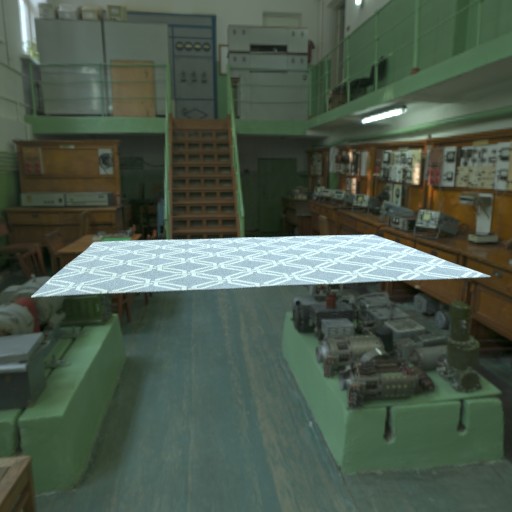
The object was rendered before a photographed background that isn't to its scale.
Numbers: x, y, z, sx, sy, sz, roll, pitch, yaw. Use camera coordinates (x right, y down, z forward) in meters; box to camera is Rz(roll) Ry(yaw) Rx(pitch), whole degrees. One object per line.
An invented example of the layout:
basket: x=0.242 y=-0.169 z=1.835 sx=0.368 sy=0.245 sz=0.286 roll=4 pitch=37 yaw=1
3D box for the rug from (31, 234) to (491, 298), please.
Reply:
rug: x=0.000 y=0.000 z=2.196 sx=1.754 sy=0.010 sz=1.148 roll=-2 pitch=12 yaw=-9
